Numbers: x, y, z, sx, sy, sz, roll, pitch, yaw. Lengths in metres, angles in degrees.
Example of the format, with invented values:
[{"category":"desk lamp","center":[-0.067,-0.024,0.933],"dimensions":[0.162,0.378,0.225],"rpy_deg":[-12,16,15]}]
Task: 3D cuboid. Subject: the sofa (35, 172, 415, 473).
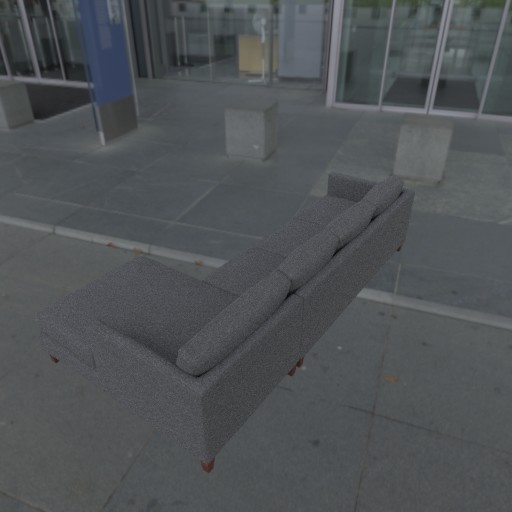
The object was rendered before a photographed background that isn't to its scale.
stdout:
[{"category":"sofa","center":[0.000,0.000,3.818],"dimensions":[1.625,0.846,3.186],"rpy_deg":[21,37,30]}]
